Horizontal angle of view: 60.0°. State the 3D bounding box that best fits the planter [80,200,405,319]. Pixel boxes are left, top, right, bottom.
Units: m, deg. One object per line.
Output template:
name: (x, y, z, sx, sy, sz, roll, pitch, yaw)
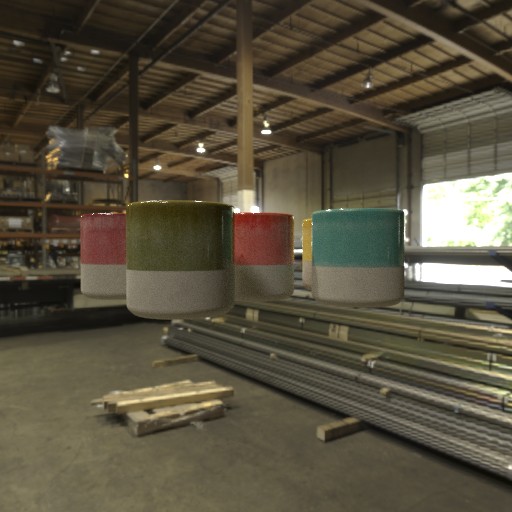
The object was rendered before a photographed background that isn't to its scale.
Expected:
planter: (0.000, 0.000, 0.419, 0.286, 0.075, 0.257, -1, 2, -37)
